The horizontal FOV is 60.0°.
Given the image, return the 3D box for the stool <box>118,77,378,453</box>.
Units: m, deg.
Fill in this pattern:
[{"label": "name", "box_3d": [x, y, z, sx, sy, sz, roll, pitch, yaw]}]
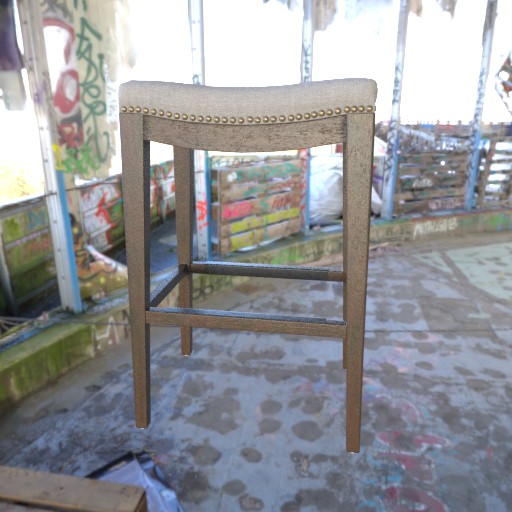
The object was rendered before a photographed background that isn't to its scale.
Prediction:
[{"label": "stool", "box_3d": [0.000, 0.000, 1.042, 0.508, 0.762, 0.356, 3, 18, 9]}]
